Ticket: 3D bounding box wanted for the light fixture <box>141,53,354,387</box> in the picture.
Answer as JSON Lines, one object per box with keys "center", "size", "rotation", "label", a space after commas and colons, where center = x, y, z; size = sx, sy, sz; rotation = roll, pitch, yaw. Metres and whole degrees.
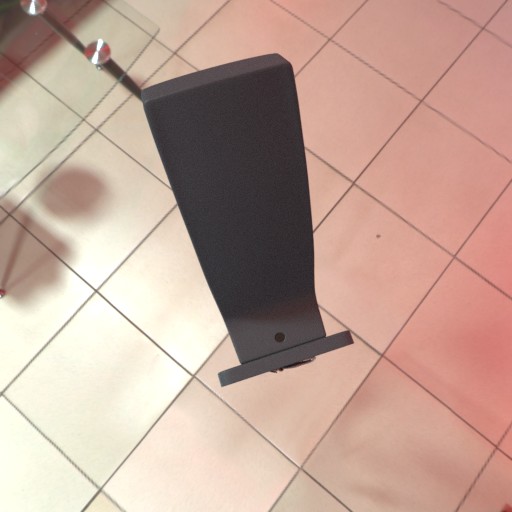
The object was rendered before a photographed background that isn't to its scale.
{"center": [0.000, 0.000, 0.331], "size": [0.108, 0.243, 0.174], "rotation": [-17, 76, -5], "label": "light fixture"}
